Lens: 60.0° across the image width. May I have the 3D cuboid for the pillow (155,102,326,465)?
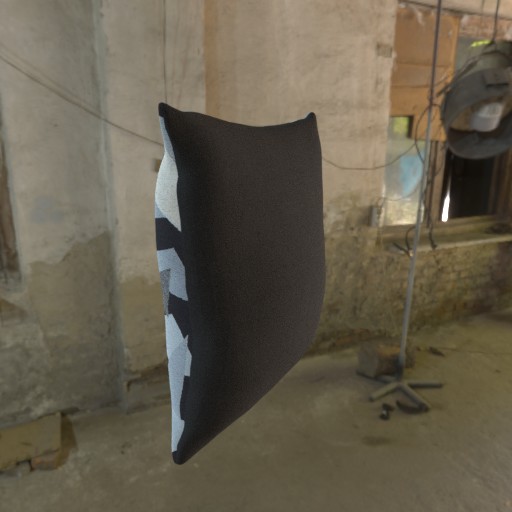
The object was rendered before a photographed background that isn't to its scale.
[{"bbox_3d":[0.000,0.000,0.775,0.208,0.496,0.503,8,17,26],"label":"pillow"}]
